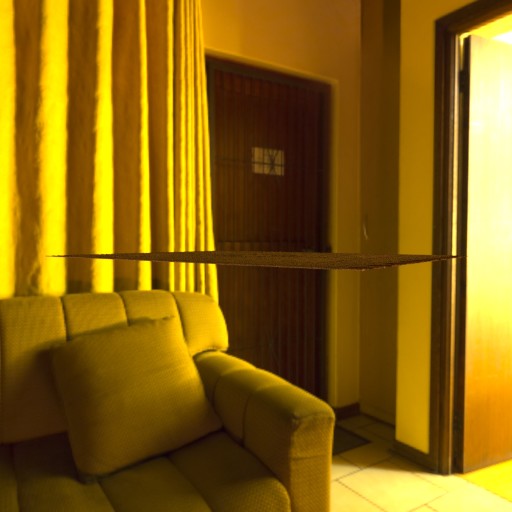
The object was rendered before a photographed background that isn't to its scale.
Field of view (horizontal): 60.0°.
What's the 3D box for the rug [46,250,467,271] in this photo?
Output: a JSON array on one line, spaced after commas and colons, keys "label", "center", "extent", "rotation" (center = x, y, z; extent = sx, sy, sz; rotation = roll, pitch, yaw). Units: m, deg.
[{"label": "rug", "center": [0.000, 0.000, 3.443], "extent": [2.651, 0.010, 1.971], "rotation": [2, 3, 37]}]
